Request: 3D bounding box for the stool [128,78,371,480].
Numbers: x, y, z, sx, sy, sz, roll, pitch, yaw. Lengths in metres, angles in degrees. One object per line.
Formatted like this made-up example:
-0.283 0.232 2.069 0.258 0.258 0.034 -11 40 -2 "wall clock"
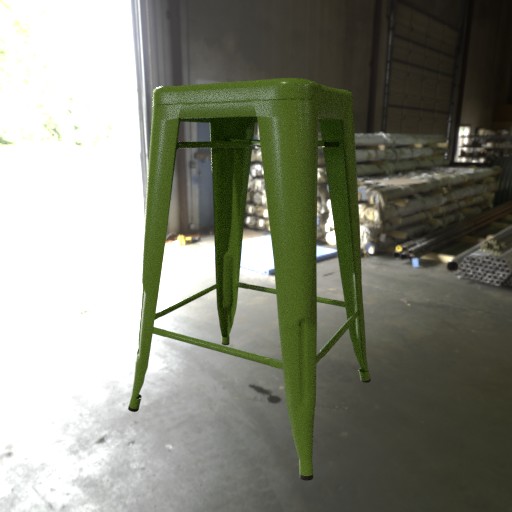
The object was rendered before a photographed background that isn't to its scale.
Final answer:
0.000 0.000 0.862 0.398 0.609 0.358 8 17 29 "stool"
